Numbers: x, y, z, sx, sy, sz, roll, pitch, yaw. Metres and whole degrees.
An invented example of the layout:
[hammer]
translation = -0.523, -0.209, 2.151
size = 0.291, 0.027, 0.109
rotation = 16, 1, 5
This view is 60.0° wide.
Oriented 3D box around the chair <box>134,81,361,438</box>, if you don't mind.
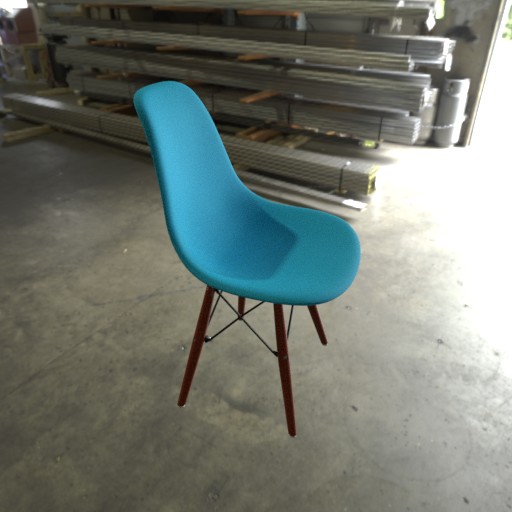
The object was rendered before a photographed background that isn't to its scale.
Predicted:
[chair]
translation = 0.000, 0.000, 1.172
size = 0.533, 0.826, 0.470
rotation = 11, 32, 17
